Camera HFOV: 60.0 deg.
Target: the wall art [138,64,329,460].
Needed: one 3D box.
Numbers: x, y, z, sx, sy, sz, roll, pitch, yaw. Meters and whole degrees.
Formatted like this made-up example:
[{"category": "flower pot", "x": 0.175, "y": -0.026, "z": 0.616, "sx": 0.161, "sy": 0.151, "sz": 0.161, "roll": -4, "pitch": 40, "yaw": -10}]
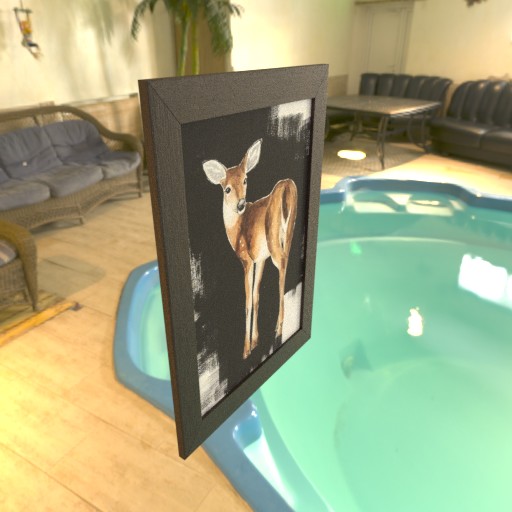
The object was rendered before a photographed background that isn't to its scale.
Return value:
[{"category": "wall art", "x": 0.000, "y": 0.000, "z": 0.655, "sx": 0.013, "sy": 0.508, "sz": 0.359, "roll": 18, "pitch": 31, "yaw": 32}]
